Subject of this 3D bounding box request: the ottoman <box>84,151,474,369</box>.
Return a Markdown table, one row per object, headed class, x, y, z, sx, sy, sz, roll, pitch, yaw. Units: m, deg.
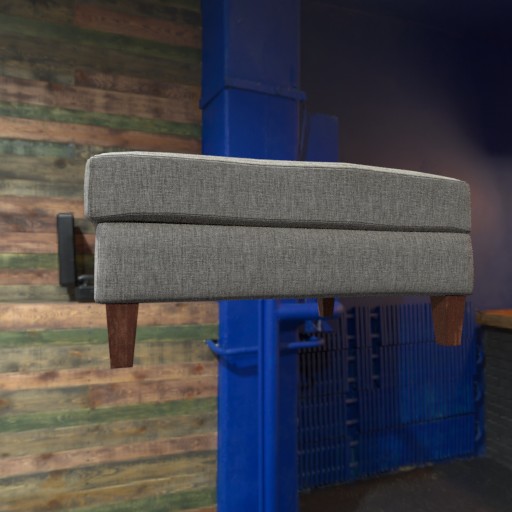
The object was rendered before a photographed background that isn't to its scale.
| class | x | y | z | sx | sy | sz | roll | pitch | yaw |
| --- | --- | --- | --- | --- | --- | --- | --- | --- | --- |
| ottoman | 0.000 | 0.000 | 1.422 | 0.994 | 0.492 | 0.839 | 1 | -2 | -18 |
